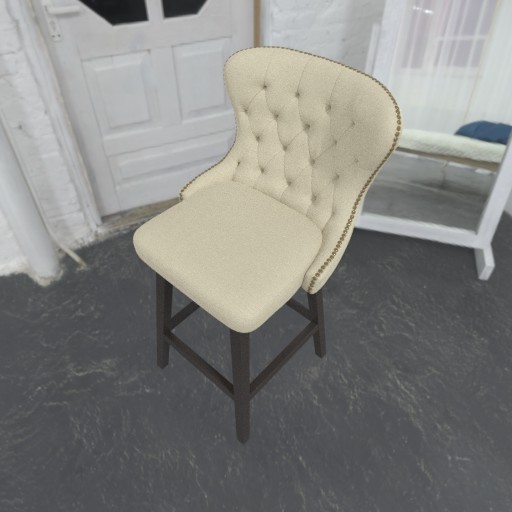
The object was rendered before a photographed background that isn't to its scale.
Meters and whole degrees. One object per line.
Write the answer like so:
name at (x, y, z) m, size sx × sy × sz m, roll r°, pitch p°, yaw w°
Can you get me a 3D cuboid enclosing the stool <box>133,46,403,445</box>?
stool at (0.000, 0.000, 1.299) m, size 0.528 × 0.971 × 0.593 m, roll 33°, pitch 55°, yaw 27°
